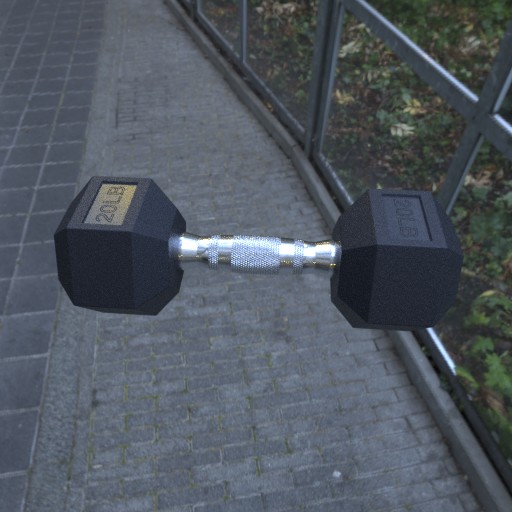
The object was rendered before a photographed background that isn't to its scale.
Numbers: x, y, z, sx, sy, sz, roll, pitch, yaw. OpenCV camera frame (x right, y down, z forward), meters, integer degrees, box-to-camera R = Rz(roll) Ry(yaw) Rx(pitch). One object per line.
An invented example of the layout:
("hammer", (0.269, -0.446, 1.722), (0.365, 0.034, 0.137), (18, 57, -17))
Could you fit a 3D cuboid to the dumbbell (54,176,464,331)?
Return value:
("dumbbell", (0.000, 0.000, 0.324), (0.272, 0.092, 0.106), (3, 48, 3))
